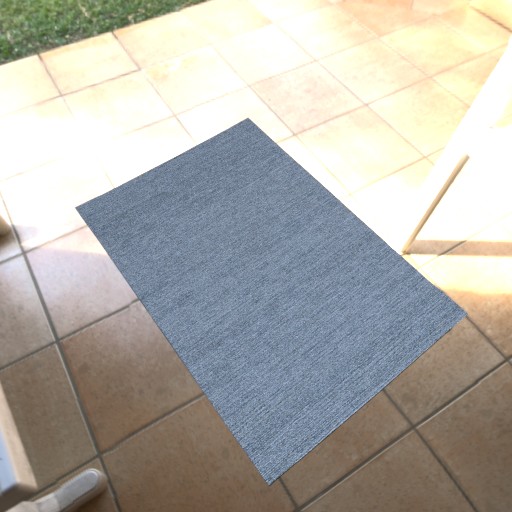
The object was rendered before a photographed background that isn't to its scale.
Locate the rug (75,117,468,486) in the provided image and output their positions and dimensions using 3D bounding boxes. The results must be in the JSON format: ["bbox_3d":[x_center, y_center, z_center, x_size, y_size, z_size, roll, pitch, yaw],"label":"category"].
[{"bbox_3d":[0.000,0.000,3.047,1.616,0.030,2.338,-33,63,-19],"label":"rug"}]
